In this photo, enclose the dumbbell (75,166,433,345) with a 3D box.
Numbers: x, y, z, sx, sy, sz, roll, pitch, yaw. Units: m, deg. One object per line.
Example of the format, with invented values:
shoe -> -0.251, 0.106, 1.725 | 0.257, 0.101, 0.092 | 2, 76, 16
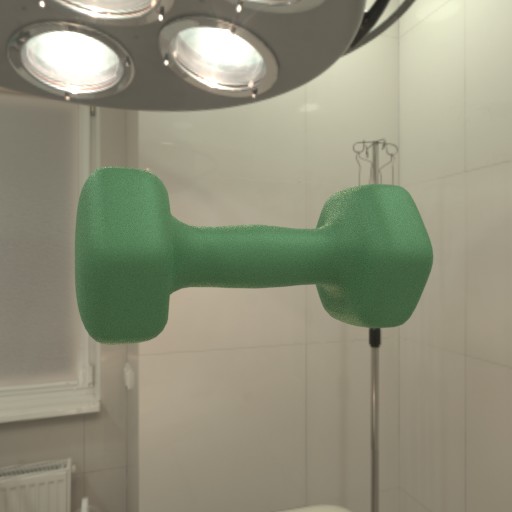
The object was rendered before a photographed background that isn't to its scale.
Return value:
dumbbell -> 0.000, 0.000, 0.343 | 0.260, 0.117, 0.129 | 0, 0, -19
